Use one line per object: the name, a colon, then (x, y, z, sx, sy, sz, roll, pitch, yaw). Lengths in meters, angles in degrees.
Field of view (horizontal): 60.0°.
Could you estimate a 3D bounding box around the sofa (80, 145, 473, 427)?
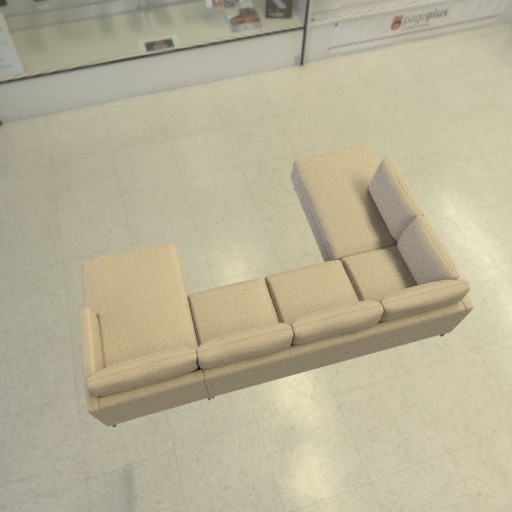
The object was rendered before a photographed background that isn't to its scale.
sofa: (0.000, 0.000, 3.556, 2.737, 0.756, 1.879, -13, 59, -8)
